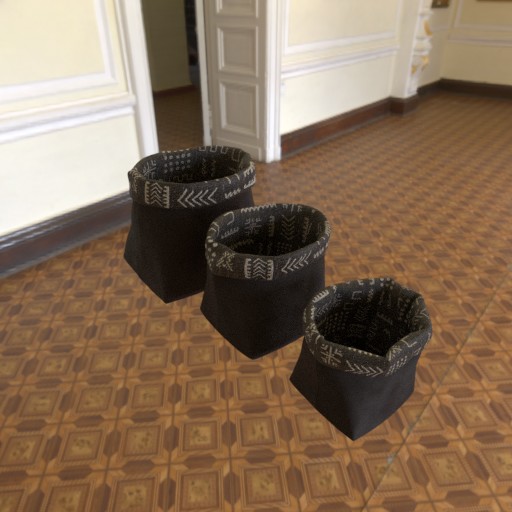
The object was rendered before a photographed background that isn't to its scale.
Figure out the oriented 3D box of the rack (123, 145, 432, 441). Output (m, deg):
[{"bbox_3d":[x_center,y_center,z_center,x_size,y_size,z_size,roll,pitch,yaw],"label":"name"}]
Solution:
[{"bbox_3d":[0.000,0.000,1.084,0.379,0.323,0.905,-22,37,-32],"label":"rack"}]
